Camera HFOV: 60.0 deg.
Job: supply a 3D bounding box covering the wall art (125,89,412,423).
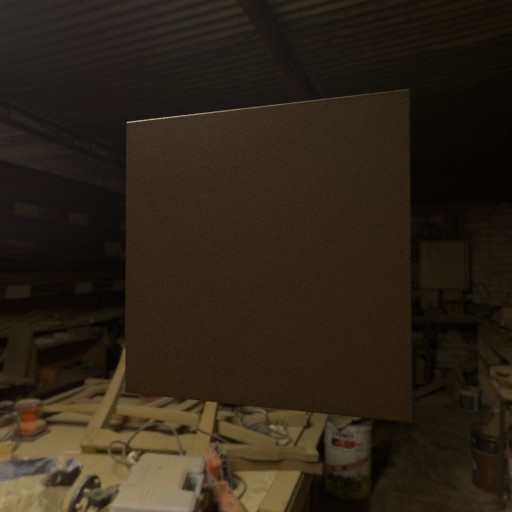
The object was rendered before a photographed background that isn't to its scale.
[{"bbox_3d":[0.000,0.000,0.764,0.503,0.506,0.030,0,-1,18],"label":"wall art"}]
